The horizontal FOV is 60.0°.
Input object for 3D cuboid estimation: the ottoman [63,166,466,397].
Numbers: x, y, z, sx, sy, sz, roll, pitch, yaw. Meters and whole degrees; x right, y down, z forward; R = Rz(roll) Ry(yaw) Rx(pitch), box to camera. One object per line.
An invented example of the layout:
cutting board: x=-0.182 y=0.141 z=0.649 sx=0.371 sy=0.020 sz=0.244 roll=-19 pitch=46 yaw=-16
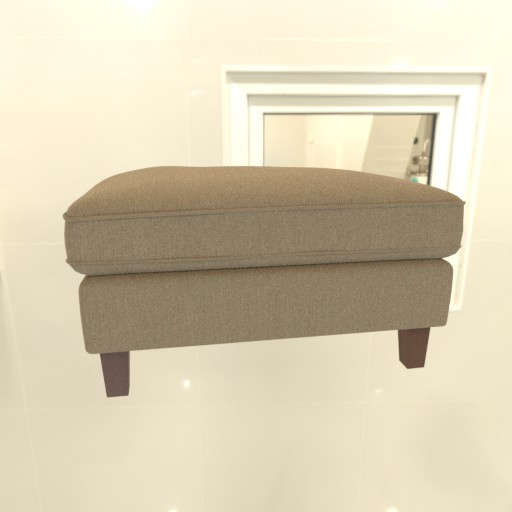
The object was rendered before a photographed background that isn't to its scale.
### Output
ottoman: x=0.000 y=0.000 z=1.312 sx=0.945 sy=0.521 sz=0.636 roll=-3 pitch=15 yaw=-10
